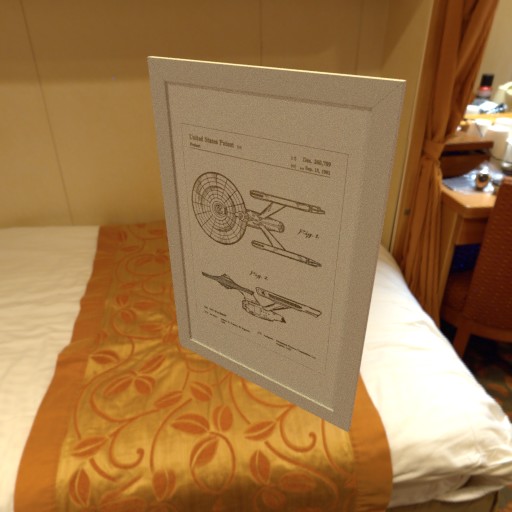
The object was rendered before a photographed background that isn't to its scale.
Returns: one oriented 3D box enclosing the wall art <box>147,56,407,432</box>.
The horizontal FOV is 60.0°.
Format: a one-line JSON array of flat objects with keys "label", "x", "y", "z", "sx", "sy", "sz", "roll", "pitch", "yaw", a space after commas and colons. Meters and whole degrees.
[{"label": "wall art", "x": 0.000, "y": 0.000, "z": 0.832, "sx": 0.454, "sy": 0.659, "sz": 0.011, "roll": 19, "pitch": 35, "yaw": 29}]
